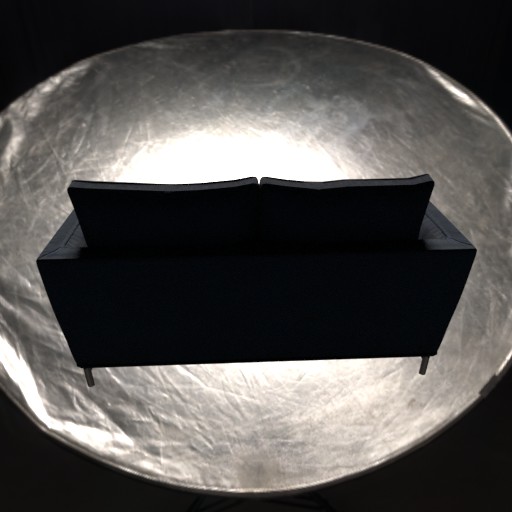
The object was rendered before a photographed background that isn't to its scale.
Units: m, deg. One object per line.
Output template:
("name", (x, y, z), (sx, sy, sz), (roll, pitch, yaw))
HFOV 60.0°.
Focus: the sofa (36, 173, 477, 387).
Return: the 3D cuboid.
("sofa", (0.000, 0.000, 2.237), (1.770, 1.002, 0.853), (-1, 30, -2))
